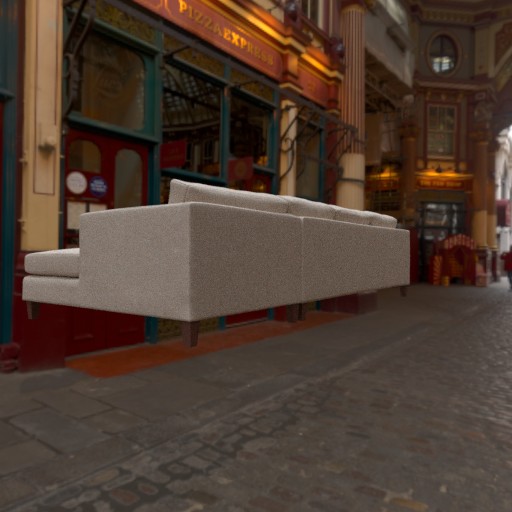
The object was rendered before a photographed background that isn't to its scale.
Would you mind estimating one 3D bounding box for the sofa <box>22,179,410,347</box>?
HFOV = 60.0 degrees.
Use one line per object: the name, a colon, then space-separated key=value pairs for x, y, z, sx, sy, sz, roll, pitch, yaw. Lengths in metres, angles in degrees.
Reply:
sofa: x=0.000 y=0.000 z=3.808 sx=1.625 sy=0.846 sz=3.186 roll=0 pitch=0 yaw=37
